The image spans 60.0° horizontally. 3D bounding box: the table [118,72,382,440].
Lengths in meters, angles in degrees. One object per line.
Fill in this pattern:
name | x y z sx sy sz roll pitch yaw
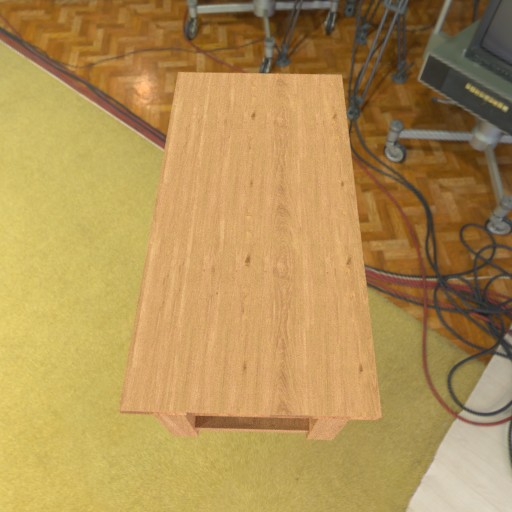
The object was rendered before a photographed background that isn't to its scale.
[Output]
table | 0.000 0.000 1.179 0.450 0.452 0.899 1 59 1
